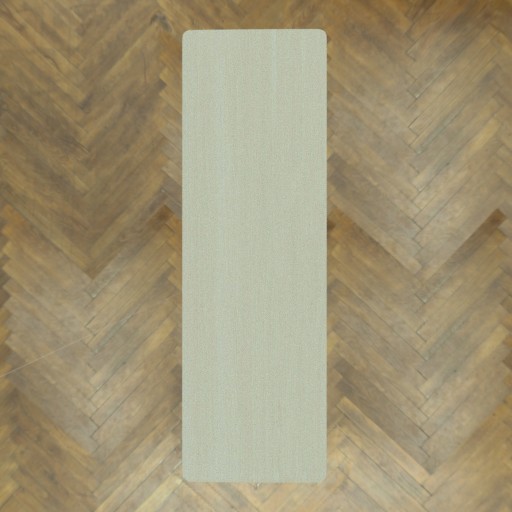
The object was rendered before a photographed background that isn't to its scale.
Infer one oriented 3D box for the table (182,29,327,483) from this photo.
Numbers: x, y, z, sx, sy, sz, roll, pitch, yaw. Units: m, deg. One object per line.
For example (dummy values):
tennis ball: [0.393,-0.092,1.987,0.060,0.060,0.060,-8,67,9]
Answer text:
table: [0.000,0.000,1.740,0.446,0.750,1.397,0,90,1]
